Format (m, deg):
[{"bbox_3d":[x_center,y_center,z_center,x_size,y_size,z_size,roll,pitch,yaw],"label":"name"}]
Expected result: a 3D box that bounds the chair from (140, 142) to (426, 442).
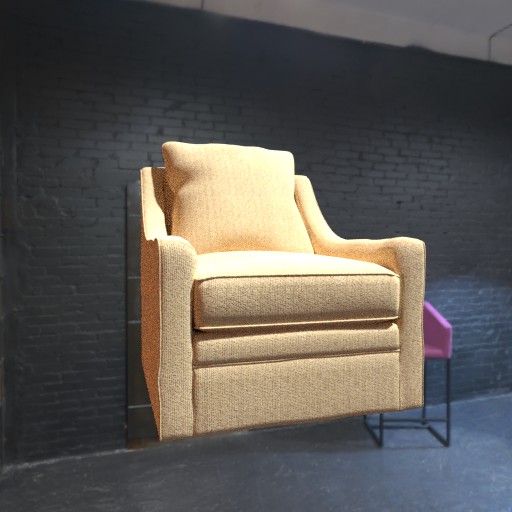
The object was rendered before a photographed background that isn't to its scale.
[{"bbox_3d":[0.000,0.000,1.564,0.760,0.927,0.876,0,1,-18],"label":"chair"}]
